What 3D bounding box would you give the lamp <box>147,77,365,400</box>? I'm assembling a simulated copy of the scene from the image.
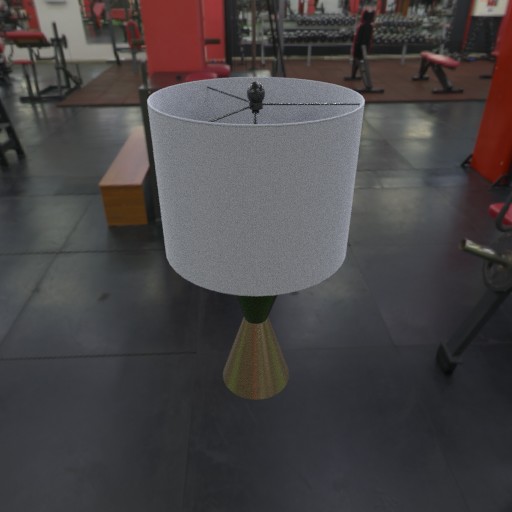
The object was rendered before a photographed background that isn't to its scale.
[{"bbox_3d":[0.000,0.000,0.771,0.304,0.573,0.304,0,32,0],"label":"lamp"}]
